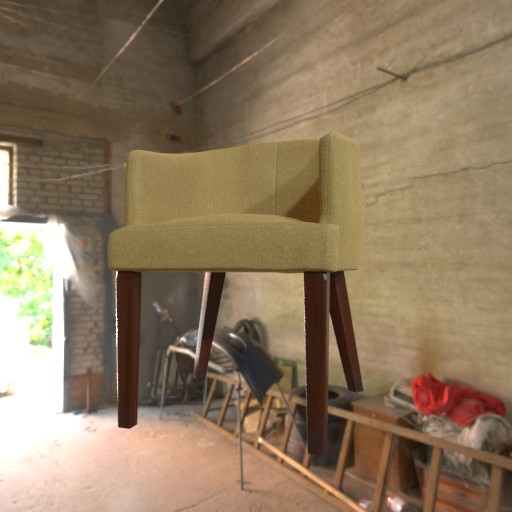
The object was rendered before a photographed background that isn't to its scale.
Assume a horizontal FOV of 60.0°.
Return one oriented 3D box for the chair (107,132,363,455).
[{"bbox_3d":[0.000,0.000,1.246,0.583,0.811,0.655,0,-2,18],"label":"chair"}]
